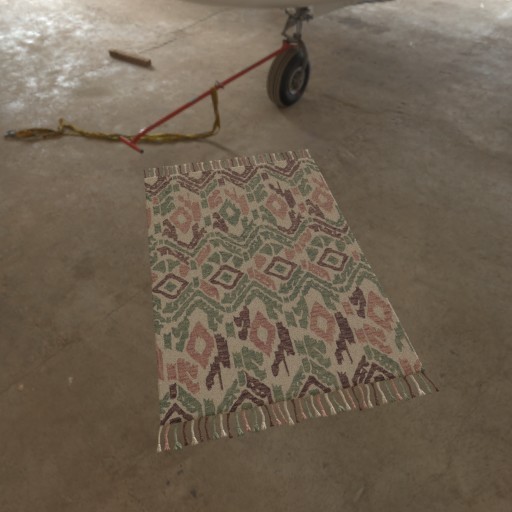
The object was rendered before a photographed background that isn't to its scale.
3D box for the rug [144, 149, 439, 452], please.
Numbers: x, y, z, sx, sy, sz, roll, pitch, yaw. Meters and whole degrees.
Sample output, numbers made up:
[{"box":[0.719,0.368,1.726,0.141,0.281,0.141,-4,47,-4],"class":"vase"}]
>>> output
[{"box":[0.000,0.000,3.114,1.524,0.011,2.438,-9,47,-8],"class":"rug"}]
